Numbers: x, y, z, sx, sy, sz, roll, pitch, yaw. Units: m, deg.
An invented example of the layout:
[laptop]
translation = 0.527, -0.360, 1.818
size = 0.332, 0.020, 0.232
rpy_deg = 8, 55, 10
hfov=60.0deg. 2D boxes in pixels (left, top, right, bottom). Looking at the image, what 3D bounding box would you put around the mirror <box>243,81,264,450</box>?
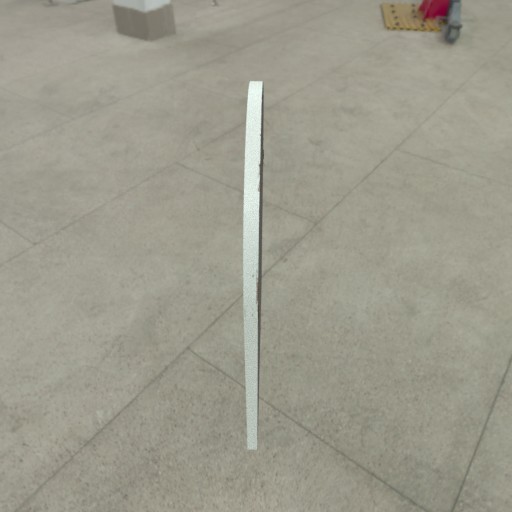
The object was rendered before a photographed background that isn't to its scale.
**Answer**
[mirror]
translation = 0.000, 0.000, 1.222
size = 0.032, 0.920, 0.660
rpy_deg = 1, 42, 1
